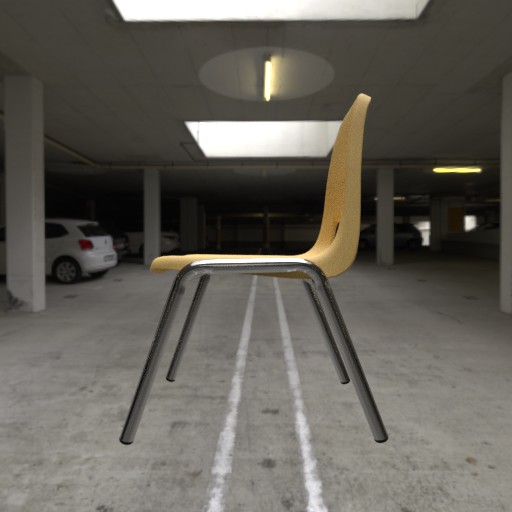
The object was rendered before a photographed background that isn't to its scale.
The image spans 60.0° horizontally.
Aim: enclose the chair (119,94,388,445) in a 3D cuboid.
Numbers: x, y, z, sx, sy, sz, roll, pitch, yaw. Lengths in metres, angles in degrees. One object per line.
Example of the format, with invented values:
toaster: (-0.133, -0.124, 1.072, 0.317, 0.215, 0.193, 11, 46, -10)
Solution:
chair: (0.000, 0.000, 0.855, 0.423, 0.586, 0.354, 0, 1, 1)
